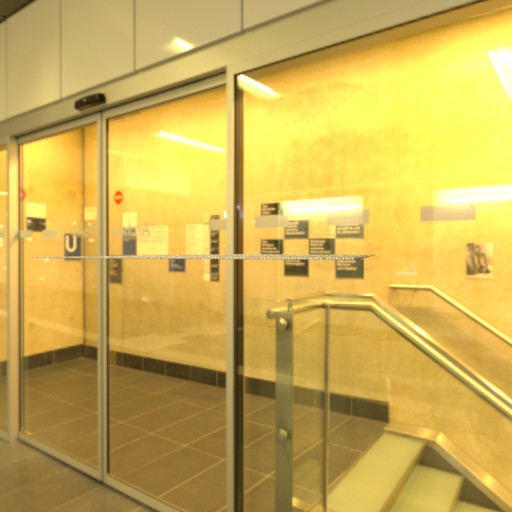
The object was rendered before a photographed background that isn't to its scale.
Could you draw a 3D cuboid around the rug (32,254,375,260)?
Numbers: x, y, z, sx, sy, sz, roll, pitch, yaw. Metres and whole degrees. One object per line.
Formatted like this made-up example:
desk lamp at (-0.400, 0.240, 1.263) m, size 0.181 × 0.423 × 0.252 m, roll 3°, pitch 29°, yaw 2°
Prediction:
rug at (0.000, 0.000, 3.066) m, size 1.529 × 0.010 × 2.440 m, roll 0°, pitch 1°, yaw 17°
